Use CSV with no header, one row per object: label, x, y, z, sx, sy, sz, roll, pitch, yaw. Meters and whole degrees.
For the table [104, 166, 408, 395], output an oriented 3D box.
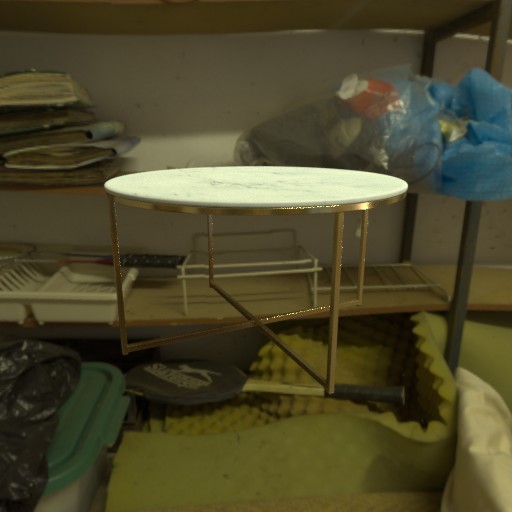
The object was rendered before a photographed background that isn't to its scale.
table,0.000,0.000,1.290,0.800,0.450,0.800,0,16,0
